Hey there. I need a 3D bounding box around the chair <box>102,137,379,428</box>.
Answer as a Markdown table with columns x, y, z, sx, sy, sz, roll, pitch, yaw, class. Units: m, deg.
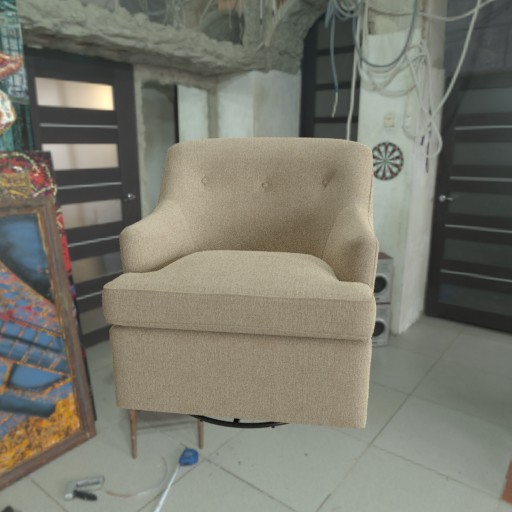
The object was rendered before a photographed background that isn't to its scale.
| x | y | z | sx | sy | sz | roll | pitch | yaw | class |
| --- | --- | --- | --- | --- | --- | --- | --- | --- | --- |
| 0.000 | 0.000 | 1.633 | 0.864 | 0.856 | 0.923 | 2 | 14 | 8 | chair |
